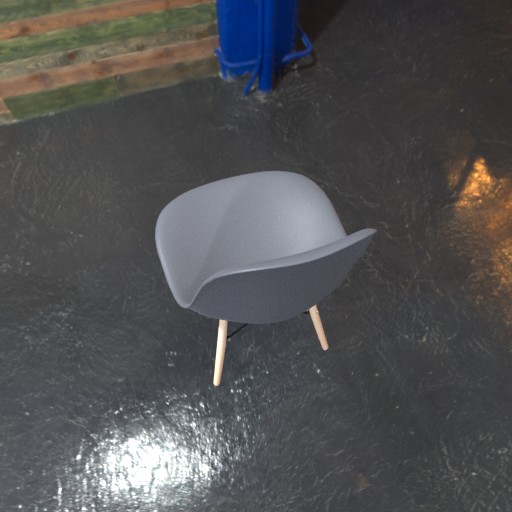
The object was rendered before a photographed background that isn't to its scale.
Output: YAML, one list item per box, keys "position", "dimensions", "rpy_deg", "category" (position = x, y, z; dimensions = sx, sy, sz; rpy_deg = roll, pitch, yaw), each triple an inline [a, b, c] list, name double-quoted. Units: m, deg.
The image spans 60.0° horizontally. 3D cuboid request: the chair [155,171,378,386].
- position: [0.000, 0.000, 1.137]
  dimensions: [0.470, 0.826, 0.533]
  rpy_deg: [-16, 61, -9]
  category: "chair"
